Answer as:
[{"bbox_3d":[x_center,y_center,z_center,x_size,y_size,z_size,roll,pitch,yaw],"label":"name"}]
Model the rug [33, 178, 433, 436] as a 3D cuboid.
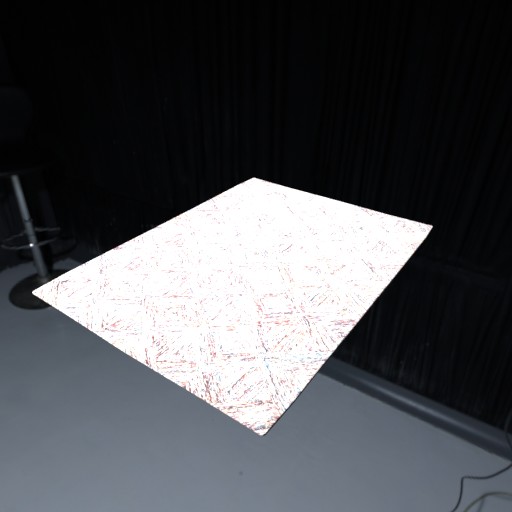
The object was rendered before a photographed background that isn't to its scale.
[{"bbox_3d":[0.000,0.000,4.275,2.436,0.024,3.226,21,37,30],"label":"rug"}]
